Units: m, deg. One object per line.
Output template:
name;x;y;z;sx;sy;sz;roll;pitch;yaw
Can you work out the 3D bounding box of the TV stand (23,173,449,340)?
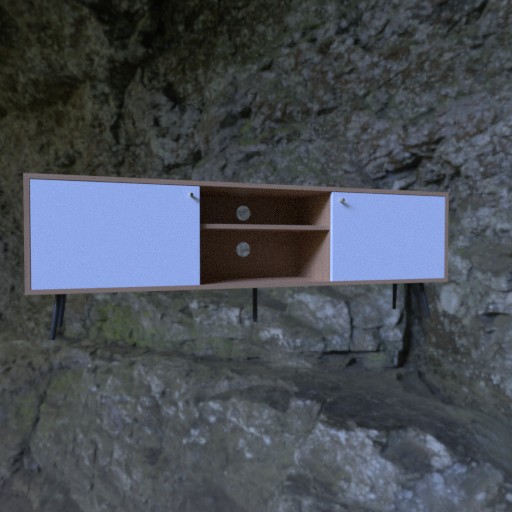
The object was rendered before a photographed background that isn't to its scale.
TV stand;0.000;0.000;1.935;1.760;0.580;0.400;0;1;-18
